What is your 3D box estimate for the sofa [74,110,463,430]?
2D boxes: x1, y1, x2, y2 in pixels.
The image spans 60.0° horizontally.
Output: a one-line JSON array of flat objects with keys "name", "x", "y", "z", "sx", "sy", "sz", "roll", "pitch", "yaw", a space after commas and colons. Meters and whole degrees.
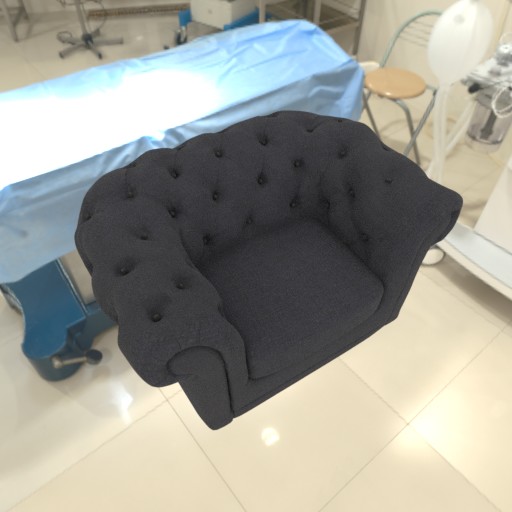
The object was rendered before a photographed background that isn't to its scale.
[{"name": "sofa", "x": 0.000, "y": 0.000, "z": 2.015, "sx": 1.405, "sy": 0.878, "sz": 1.032, "roll": -25, "pitch": 52, "yaw": -21}]
